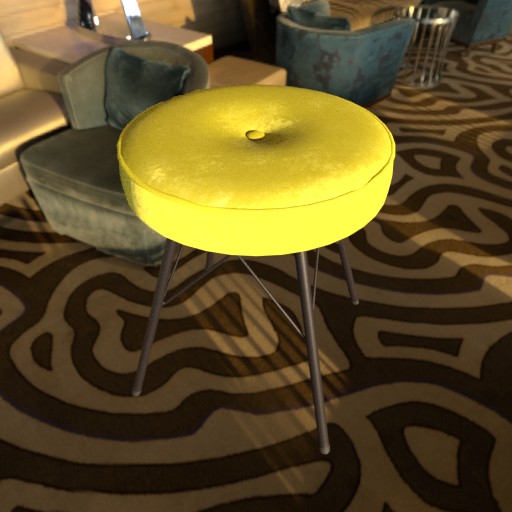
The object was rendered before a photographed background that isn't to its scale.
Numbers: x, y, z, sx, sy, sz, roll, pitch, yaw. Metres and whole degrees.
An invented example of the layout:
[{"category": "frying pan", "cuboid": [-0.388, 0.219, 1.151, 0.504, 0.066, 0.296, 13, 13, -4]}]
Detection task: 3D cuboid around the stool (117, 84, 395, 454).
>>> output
[{"category": "stool", "cuboid": [0.000, 0.000, 0.817, 0.409, 0.508, 0.409, 12, 42, 13]}]
